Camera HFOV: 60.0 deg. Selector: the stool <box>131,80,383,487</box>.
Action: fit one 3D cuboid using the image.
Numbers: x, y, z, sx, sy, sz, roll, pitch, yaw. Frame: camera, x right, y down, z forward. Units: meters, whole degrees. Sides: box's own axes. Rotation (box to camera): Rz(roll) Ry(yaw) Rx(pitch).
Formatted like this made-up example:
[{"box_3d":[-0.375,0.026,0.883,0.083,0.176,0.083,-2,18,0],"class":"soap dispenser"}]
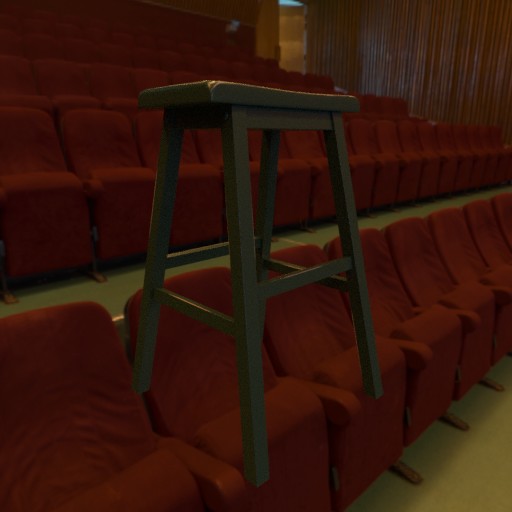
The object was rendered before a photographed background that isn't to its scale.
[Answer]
[{"box_3d":[0.000,0.000,1.066,0.457,0.737,0.476,-14,20,-42],"class":"stool"}]
